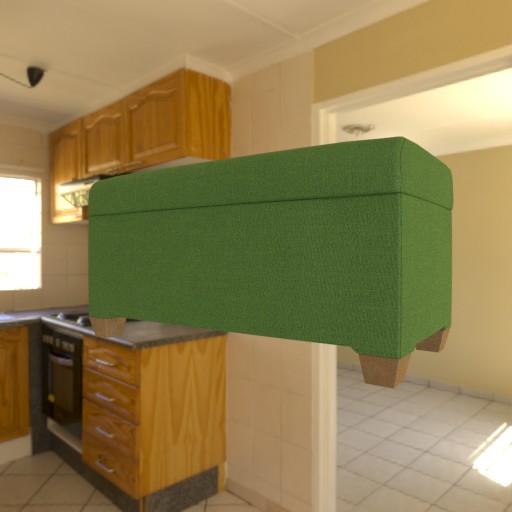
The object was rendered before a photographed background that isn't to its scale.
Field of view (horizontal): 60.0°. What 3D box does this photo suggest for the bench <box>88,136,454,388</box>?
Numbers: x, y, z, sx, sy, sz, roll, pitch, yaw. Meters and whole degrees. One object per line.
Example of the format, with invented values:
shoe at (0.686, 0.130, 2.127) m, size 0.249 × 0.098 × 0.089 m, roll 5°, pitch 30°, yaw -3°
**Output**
bench at (0.000, 0.000, 1.285) m, size 0.989 × 0.501 × 0.505 m, roll 0°, pitch 1°, yaw 35°
